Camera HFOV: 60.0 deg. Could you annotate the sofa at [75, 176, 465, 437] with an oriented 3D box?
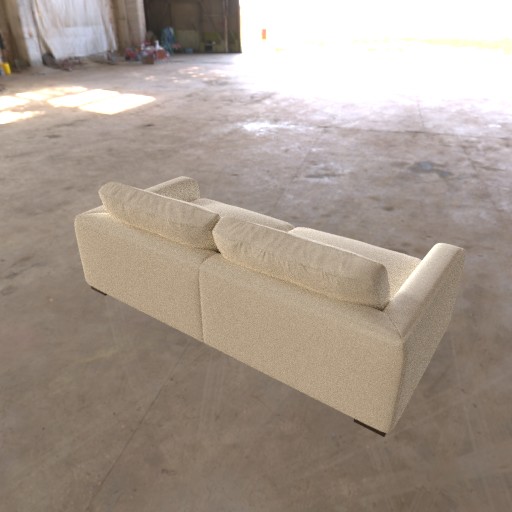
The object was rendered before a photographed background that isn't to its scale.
[{"bbox_3d":[0.000,0.000,2.801,2.262,0.801,1.070,19,34,31],"label":"sofa"}]
